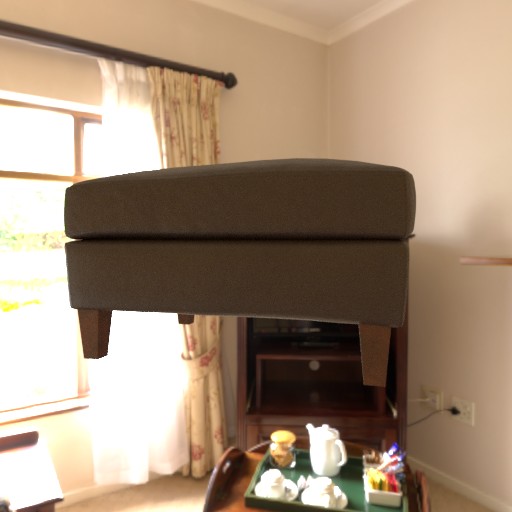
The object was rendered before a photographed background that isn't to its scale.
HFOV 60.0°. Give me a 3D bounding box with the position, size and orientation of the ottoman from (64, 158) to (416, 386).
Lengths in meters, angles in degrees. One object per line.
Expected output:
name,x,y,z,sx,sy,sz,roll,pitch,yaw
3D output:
ottoman,0.000,0.000,1.312,0.887,0.529,0.659,0,2,18
